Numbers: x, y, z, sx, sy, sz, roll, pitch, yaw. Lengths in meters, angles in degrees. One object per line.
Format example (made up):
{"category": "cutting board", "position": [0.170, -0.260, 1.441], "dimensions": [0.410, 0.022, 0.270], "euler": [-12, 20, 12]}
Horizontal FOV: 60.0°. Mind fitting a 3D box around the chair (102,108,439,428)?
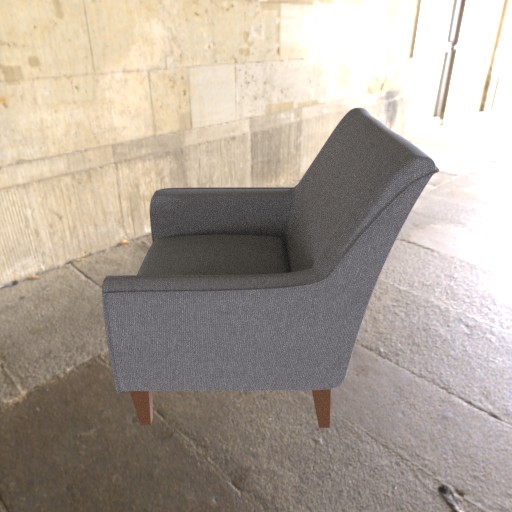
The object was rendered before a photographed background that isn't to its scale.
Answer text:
{"category": "chair", "position": [0.000, 0.000, 1.599], "dimensions": [0.899, 0.919, 0.780], "euler": [0, 27, 0]}
